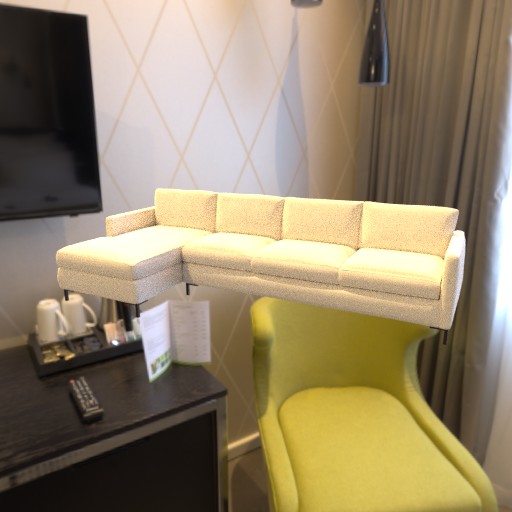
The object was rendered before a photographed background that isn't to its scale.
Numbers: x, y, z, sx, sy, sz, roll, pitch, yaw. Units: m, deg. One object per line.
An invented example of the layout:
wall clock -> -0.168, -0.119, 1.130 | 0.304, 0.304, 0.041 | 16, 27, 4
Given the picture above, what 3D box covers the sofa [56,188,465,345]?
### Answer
sofa -> 0.000, 0.000, 3.752 | 3.186, 0.875, 1.467 | 8, 17, 25
